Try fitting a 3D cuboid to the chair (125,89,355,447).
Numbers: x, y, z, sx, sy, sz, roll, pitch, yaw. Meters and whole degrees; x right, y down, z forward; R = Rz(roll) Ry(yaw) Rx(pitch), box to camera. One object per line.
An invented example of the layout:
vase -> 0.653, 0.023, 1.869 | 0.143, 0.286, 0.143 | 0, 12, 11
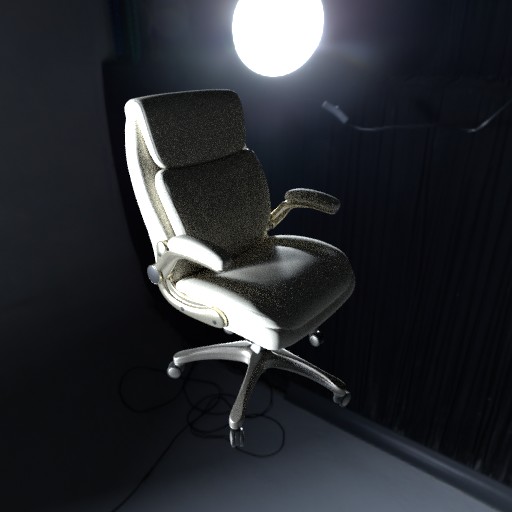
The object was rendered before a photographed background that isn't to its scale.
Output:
chair -> 0.000, 0.000, 1.645 | 0.794, 1.110, 0.740 | 17, 30, 32
